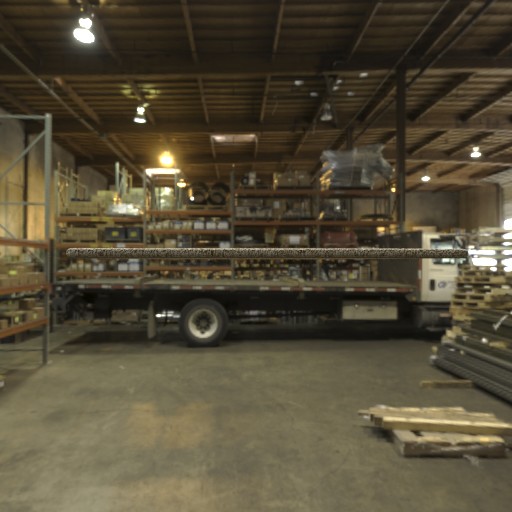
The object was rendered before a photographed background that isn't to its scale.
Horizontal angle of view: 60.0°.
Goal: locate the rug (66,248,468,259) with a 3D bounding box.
[{"bbox_3d":[0.000,0.000,2.215,1.219,0.030,1.778,0,-1,-3],"label":"rug"}]
